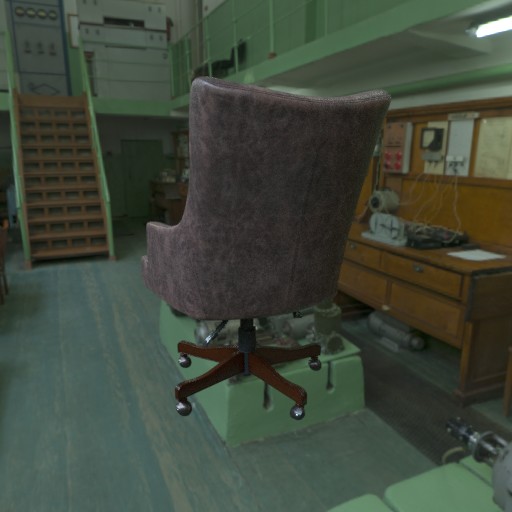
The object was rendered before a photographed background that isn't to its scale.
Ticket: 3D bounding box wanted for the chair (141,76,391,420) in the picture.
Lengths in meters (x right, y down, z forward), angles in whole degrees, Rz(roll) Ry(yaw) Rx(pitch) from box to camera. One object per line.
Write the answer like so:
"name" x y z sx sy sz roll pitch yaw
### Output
"chair" 0.000 0.000 1.500 0.641 1.035 0.762 -7 15 -25
